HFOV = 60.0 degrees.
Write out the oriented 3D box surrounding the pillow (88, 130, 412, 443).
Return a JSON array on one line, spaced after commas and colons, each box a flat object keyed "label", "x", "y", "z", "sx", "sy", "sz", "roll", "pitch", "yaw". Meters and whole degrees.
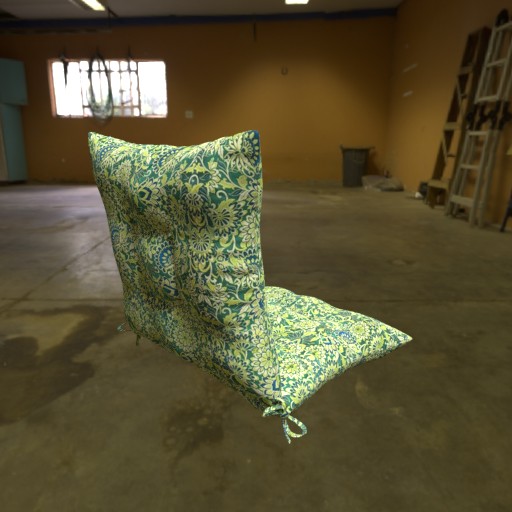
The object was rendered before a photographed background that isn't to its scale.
[{"label": "pillow", "x": 0.000, "y": 0.000, "z": 0.997, "sx": 0.585, "sy": 0.536, "sz": 0.541, "roll": -14, "pitch": 20, "yaw": -43}]
